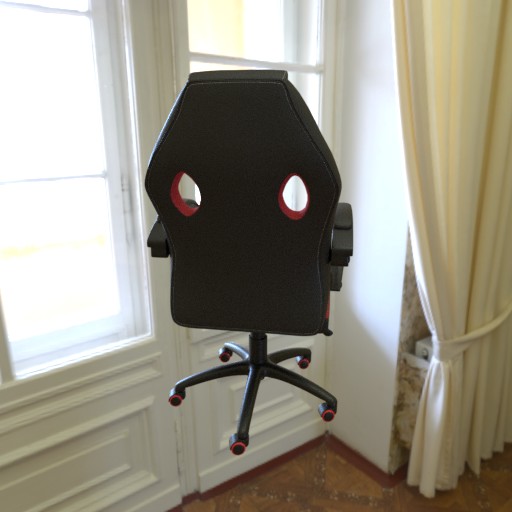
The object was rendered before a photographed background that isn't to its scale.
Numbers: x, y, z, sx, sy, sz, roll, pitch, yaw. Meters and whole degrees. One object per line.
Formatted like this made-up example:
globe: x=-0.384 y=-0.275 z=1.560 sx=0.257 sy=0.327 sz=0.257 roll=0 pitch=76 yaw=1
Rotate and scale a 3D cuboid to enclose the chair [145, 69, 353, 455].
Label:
chair: x=0.000 y=0.000 z=1.614 sx=0.673 sy=1.187 sz=0.724 roll=3 pitch=16 yaw=9
